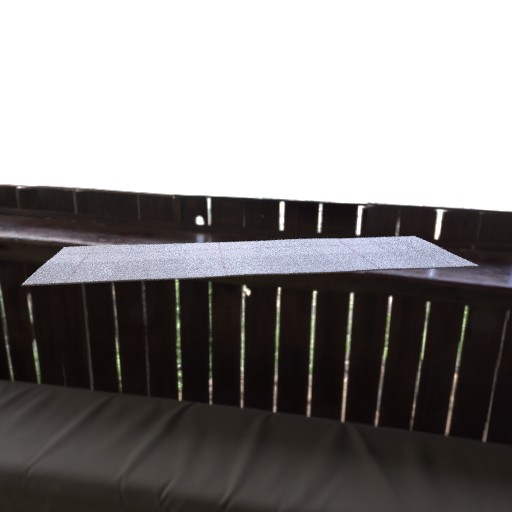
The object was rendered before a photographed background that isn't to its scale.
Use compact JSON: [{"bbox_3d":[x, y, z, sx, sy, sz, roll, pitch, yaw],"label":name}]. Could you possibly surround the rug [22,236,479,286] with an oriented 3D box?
[{"bbox_3d":[0.000,0.000,2.708,2.439,0.013,0.762,-2,15,-8],"label":"rug"}]
